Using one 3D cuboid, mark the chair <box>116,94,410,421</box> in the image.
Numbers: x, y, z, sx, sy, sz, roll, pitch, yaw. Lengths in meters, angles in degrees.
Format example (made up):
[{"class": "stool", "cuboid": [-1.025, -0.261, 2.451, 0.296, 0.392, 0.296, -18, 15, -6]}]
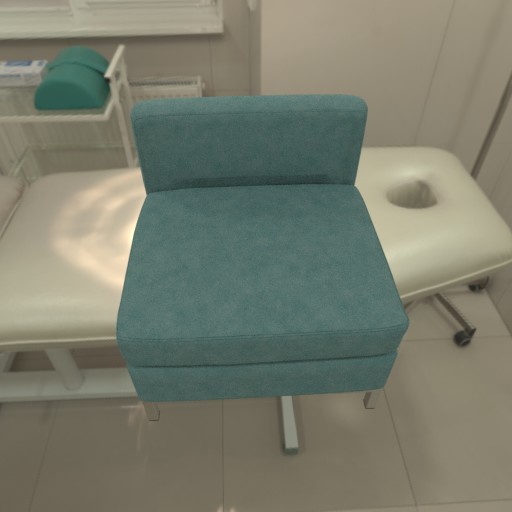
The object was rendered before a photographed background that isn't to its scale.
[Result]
[{"class": "chair", "cuboid": [0.000, 0.000, 1.266, 0.684, 0.660, 0.685, -2, 45, -2]}]
